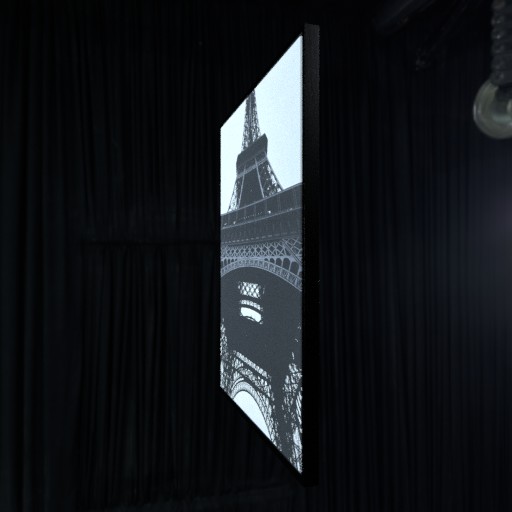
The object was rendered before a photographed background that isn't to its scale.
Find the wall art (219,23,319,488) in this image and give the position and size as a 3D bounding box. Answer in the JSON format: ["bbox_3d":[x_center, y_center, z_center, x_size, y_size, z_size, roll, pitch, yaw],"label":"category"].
[{"bbox_3d":[0.000,0.000,1.399,0.040,1.062,0.805,0,-1,-19],"label":"wall art"}]
